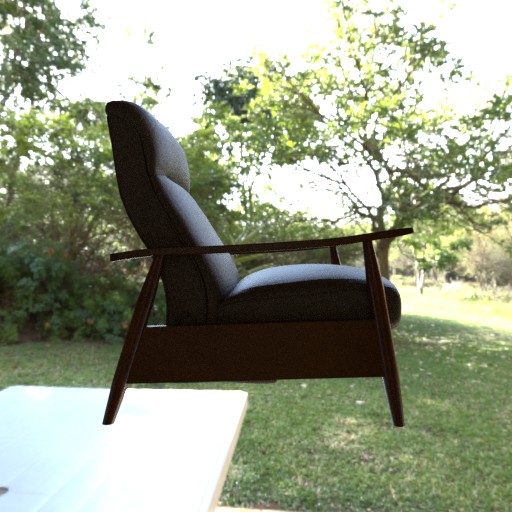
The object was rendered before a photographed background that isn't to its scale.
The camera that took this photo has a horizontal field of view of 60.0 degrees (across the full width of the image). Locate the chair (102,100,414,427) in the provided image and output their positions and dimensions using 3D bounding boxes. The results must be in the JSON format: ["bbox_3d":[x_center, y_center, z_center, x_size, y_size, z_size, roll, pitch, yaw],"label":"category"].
[{"bbox_3d":[0.000,0.000,1.774,1.014,1.081,0.762,0,0,1],"label":"chair"}]
